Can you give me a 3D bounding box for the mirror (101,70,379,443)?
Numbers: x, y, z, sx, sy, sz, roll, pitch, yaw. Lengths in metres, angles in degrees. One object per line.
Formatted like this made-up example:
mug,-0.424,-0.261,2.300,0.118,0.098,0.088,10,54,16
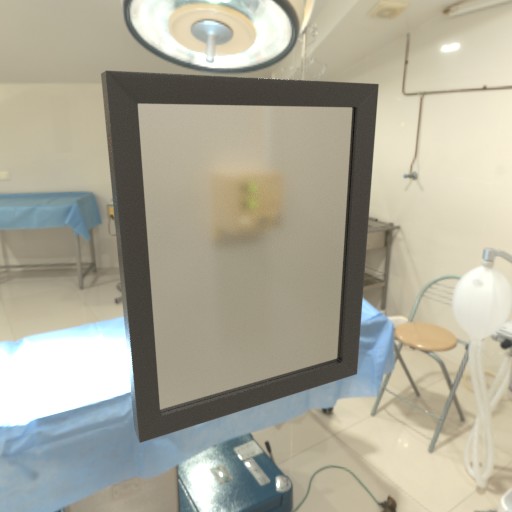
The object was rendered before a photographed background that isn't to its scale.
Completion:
mirror,0.000,0.000,0.684,0.405,0.508,0.041,-8,19,-26
